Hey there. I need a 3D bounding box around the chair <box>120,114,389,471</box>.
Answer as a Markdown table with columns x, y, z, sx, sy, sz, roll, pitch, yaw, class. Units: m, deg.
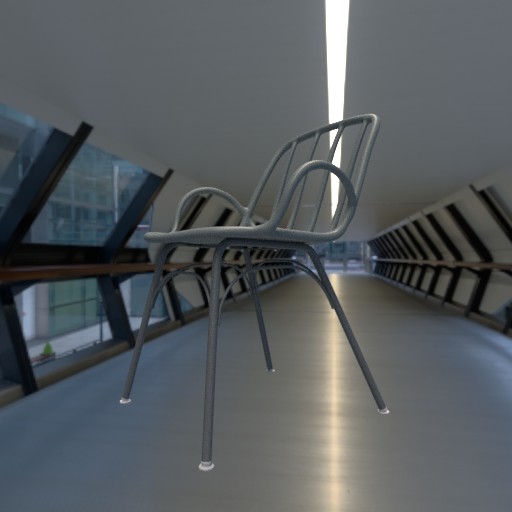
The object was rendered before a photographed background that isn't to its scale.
| x | y | z | sx | sy | sz | roll | pitch | yaw | class |
| --- | --- | --- | --- | --- | --- | --- | --- | --- | --- |
| 0.000 | 0.000 | 1.209 | 0.597 | 0.816 | 0.549 | -1 | 1 | -36 | chair |
